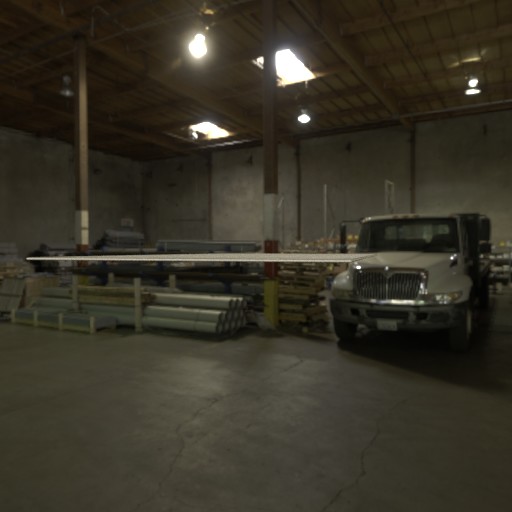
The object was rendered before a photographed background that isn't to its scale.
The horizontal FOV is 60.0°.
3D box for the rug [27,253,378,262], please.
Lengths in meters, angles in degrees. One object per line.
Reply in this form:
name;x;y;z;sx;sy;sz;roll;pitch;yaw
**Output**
rug;0.000;0.000;3.048;1.524;0.012;2.438;0;1;18
